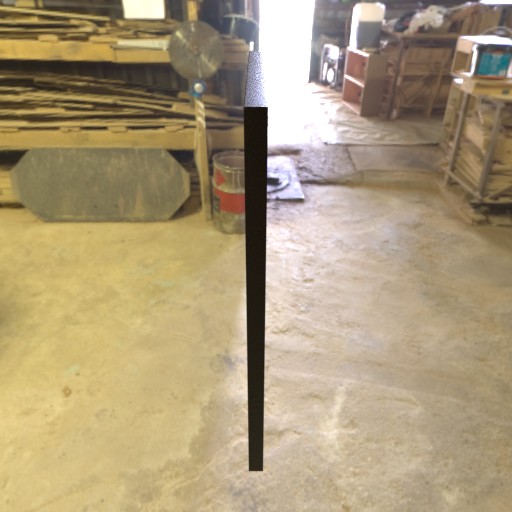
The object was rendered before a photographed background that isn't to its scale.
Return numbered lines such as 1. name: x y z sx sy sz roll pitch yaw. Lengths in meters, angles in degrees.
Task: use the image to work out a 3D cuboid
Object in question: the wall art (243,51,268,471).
1. wall art: 0.000 0.000 0.583 0.019 0.455 0.314 0 32 0
